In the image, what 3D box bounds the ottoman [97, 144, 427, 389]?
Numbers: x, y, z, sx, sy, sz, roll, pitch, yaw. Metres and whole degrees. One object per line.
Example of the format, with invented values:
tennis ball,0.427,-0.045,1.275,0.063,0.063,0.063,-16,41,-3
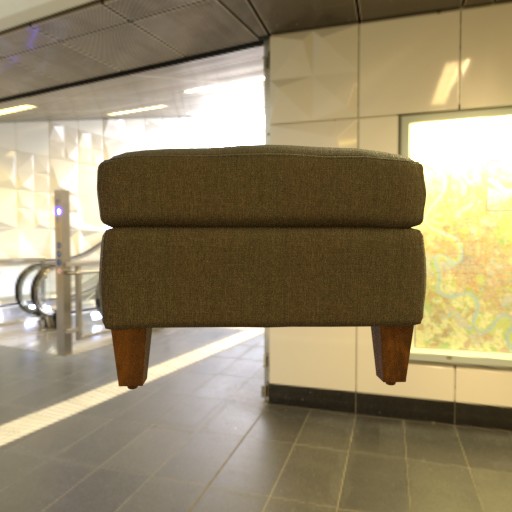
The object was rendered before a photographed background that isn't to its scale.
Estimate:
ottoman,0.000,0.000,1.221,0.639,0.496,0.826,0,2,-3
